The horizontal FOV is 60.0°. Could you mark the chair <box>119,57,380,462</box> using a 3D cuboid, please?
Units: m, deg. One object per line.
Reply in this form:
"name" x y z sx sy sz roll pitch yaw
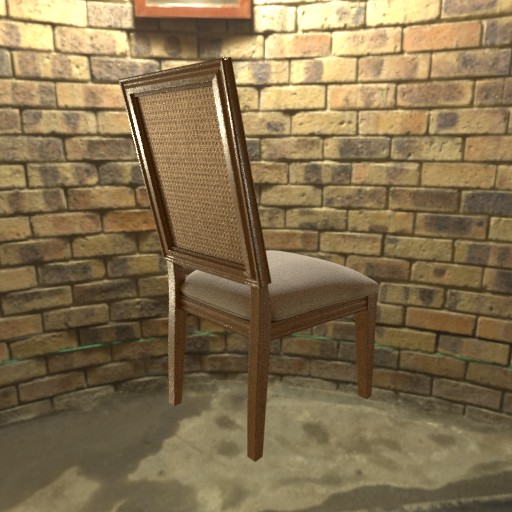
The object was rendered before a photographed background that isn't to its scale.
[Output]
"chair" 0.000 0.000 1.335 0.536 0.988 0.601 13 19 43
